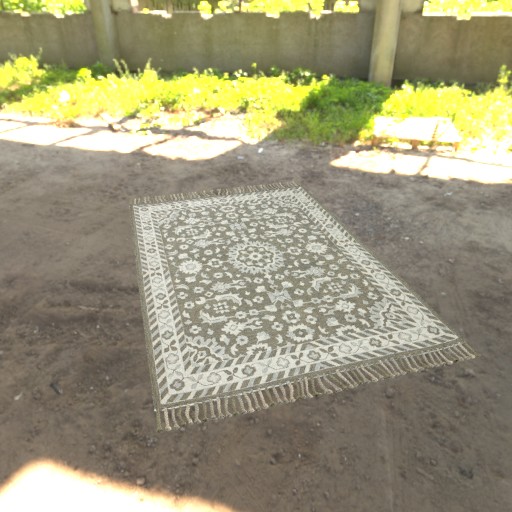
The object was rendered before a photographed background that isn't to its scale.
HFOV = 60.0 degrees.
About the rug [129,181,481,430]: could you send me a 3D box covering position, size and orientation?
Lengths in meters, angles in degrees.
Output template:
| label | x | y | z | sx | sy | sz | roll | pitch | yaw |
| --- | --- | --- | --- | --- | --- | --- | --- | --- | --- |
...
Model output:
| label | x | y | z | sx | sy | sz | roll | pitch | yaw |
| --- | --- | --- | --- | --- | --- | --- | --- | --- | --- |
| rug | 0.000 | 0.000 | 2.918 | 1.530 | 0.025 | 2.431 | -8 | 31 | -14 |
